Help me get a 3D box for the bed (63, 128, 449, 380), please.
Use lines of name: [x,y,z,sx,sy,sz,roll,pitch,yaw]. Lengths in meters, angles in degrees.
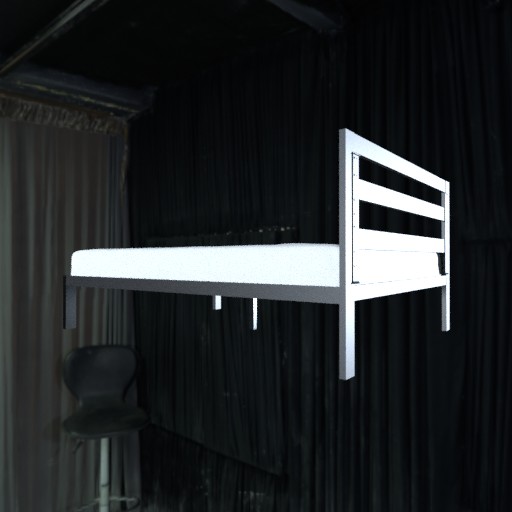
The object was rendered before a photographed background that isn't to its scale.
bed: [0.000,0.000,2.926,2.062,0.967,1.524,0,0,37]
